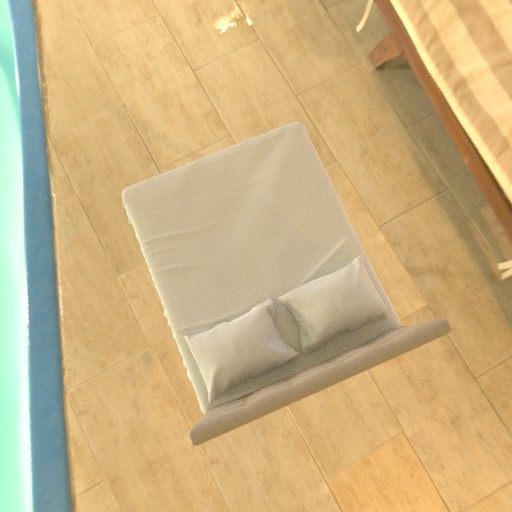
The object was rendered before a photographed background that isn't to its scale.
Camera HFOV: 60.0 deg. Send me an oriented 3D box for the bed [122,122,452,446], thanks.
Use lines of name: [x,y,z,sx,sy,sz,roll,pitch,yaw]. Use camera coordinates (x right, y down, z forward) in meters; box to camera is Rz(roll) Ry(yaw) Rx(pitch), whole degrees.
bed: [0.000,0.000,3.473,1.936,1.577,2.222,-22,78,-5]
